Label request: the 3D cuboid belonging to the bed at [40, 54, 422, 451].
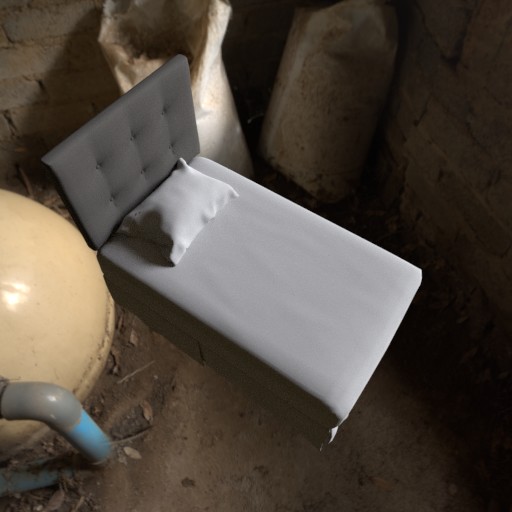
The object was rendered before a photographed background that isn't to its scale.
[{"bbox_3d":[0.000,0.000,2.898,1.997,1.571,1.261,30,62,18],"label":"bed"}]
